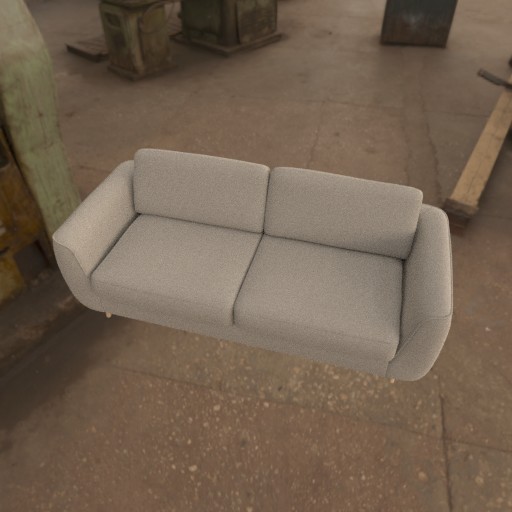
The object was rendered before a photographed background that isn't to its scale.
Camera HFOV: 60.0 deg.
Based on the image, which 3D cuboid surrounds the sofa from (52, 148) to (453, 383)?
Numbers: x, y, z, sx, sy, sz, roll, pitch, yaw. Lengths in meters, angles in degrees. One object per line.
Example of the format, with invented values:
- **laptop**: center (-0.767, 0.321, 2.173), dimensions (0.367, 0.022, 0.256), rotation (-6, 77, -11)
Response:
- **sofa**: center (0.000, 0.000, 2.487), dimensions (2.000, 0.850, 0.920), rotation (11, 43, 12)
